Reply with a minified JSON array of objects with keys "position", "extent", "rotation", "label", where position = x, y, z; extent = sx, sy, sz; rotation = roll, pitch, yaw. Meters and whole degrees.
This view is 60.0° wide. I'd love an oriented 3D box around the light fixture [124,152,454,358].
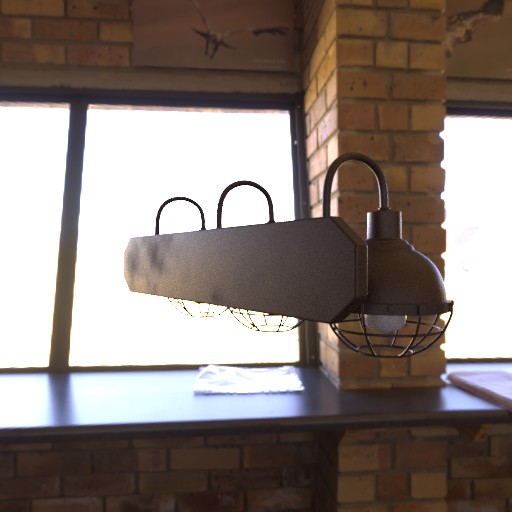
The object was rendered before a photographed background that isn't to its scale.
[{"position":[0.000,0.000,0.751],"extent":[0.229,0.254,0.634],"rotation":[0,0,-37],"label":"light fixture"}]
